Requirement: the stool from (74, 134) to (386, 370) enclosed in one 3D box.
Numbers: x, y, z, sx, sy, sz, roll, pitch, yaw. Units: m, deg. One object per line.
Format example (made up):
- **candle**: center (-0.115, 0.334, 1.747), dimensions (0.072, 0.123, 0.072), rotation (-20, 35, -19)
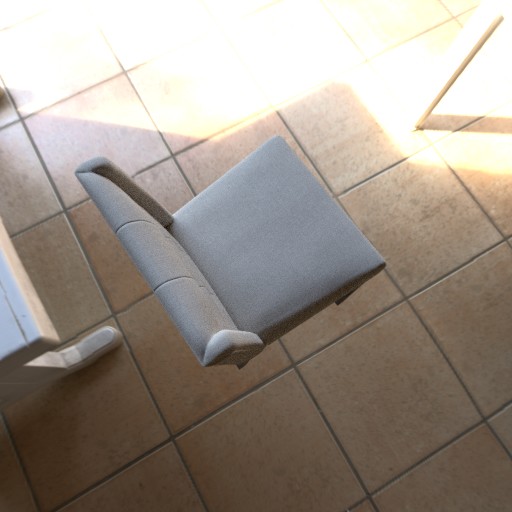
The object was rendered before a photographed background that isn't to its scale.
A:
- **stool**: center (0.000, 0.000, 1.227), dimensions (0.509, 0.939, 0.474), rotation (-35, 76, -10)
